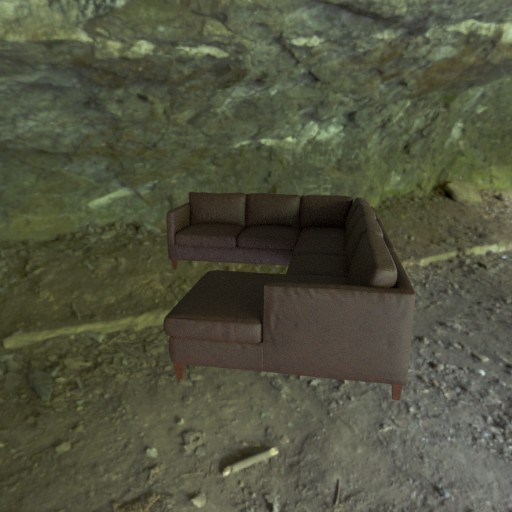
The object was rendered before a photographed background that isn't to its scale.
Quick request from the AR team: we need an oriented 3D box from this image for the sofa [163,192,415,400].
[{"bbox_3d":[0.000,0.000,4.535,2.593,0.923,3.460,3,16,10],"label":"sofa"}]
